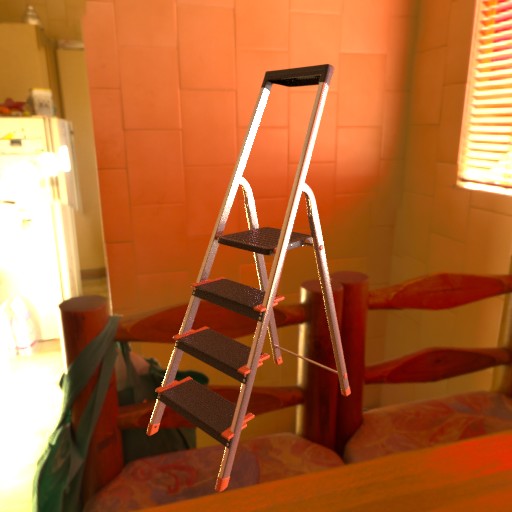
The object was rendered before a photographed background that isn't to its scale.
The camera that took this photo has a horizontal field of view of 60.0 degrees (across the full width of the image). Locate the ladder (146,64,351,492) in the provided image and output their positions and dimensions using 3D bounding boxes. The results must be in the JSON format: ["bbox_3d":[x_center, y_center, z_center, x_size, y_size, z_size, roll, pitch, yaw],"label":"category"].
[{"bbox_3d":[0.000,0.000,1.762,0.452,1.429,0.834,14,21,42],"label":"ladder"}]
